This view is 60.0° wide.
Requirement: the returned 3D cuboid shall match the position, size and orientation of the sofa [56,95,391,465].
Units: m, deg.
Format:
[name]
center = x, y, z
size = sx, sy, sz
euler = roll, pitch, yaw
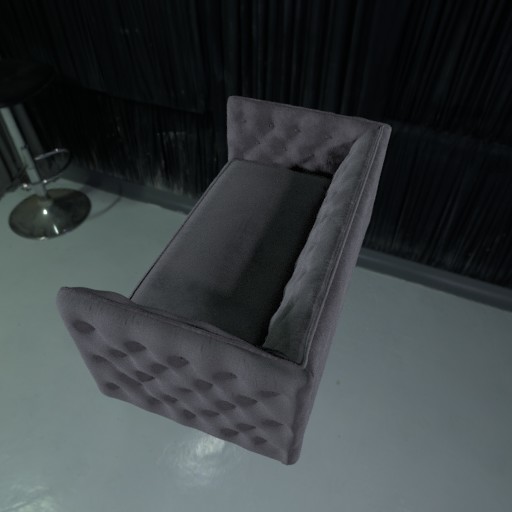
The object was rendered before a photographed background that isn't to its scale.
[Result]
[sofa]
center = 0.000, 0.000, 2.115
size = 0.909, 0.810, 1.583
euler = 15, 48, 14
